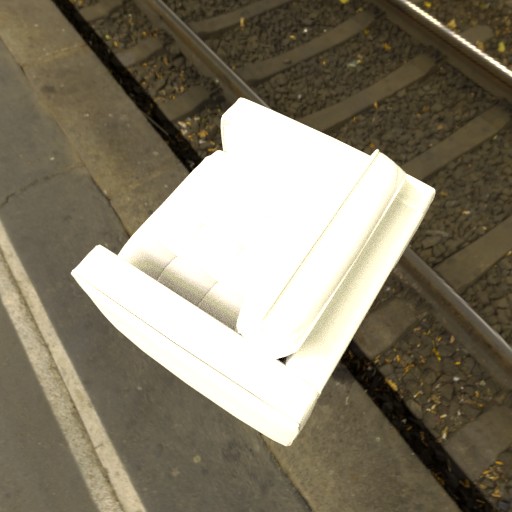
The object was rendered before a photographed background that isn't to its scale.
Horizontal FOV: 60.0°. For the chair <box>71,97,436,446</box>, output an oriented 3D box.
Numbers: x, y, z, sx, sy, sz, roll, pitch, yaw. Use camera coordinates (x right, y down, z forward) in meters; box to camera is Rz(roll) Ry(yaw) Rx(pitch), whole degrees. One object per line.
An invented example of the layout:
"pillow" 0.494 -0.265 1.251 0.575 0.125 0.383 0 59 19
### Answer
"chair" 0.000 0.000 1.539 0.843 0.773 0.928 30 65 15
